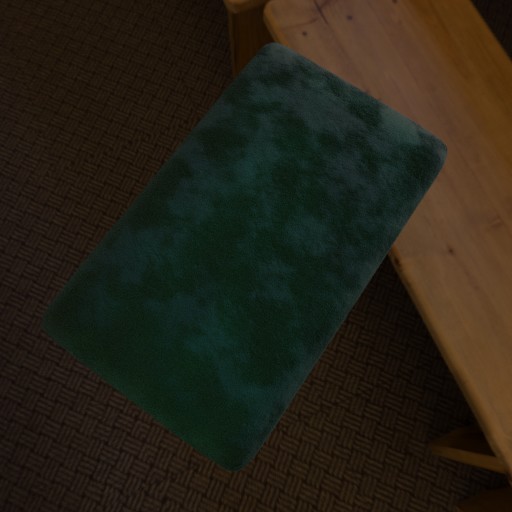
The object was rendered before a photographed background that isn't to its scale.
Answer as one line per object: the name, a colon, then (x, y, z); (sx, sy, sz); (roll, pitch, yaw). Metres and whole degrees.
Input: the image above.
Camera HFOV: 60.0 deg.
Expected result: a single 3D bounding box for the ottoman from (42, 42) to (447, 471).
ottoman: (0.000, 0.000, 1.195); (0.536, 0.533, 0.886); (34, 78, 8)
